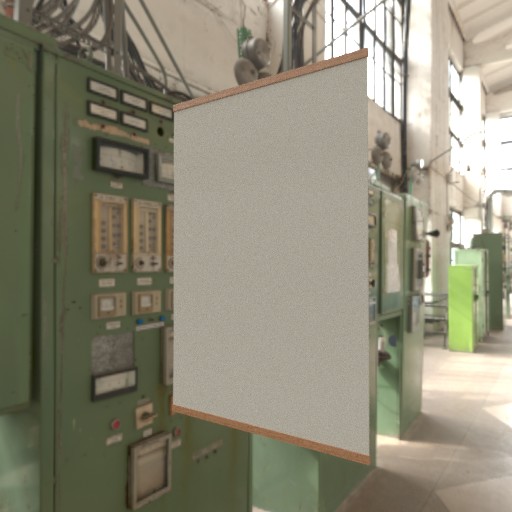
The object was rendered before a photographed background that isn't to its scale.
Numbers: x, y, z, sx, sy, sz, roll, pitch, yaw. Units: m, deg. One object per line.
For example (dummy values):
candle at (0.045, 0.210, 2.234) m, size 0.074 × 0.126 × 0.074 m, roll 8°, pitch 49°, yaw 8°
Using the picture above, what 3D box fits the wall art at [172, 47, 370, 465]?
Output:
wall art at (0.000, 0.000, 1.918) m, size 1.019 × 1.527 × 0.019 m, roll -1°, pitch -1°, yaw 36°
